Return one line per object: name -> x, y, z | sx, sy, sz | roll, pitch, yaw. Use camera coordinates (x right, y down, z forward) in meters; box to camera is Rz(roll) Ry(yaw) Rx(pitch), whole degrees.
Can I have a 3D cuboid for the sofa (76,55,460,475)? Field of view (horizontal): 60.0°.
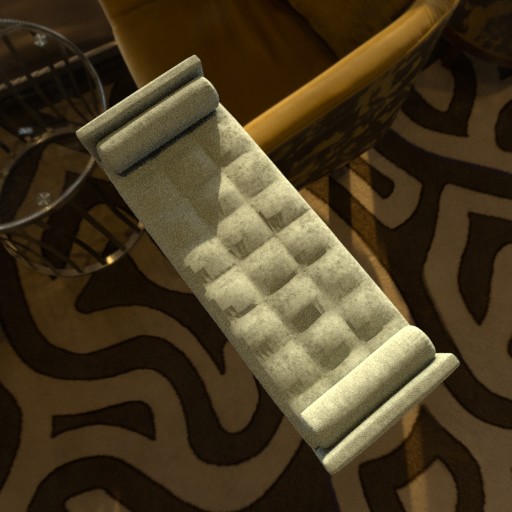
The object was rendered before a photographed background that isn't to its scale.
sofa -> 0.000, 0.000, 2.467 | 0.797, 0.657, 2.102 | -37, 79, -8
